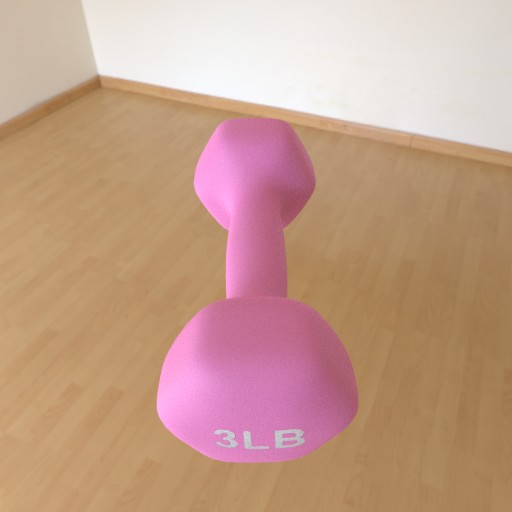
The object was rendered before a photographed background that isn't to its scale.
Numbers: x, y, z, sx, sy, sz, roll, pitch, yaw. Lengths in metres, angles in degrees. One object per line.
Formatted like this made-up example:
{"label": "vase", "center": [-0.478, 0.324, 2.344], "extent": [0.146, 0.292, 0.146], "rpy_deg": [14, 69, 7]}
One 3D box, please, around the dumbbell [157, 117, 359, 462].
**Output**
{"label": "dumbbell", "center": [0.000, 0.000, 0.187], "extent": [0.064, 0.058, 0.159], "rpy_deg": [0, 43, 0]}
